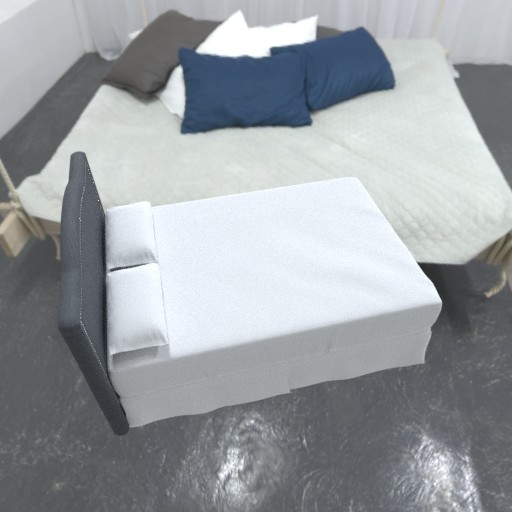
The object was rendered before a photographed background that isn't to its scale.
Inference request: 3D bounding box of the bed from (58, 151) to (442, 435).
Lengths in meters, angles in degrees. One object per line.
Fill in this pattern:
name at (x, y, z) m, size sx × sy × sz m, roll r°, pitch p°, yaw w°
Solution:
bed at (0.000, 0.000, 3.482) m, size 2.507 × 1.441 × 1.747 m, roll -10°, pitch 47°, yaw -10°
